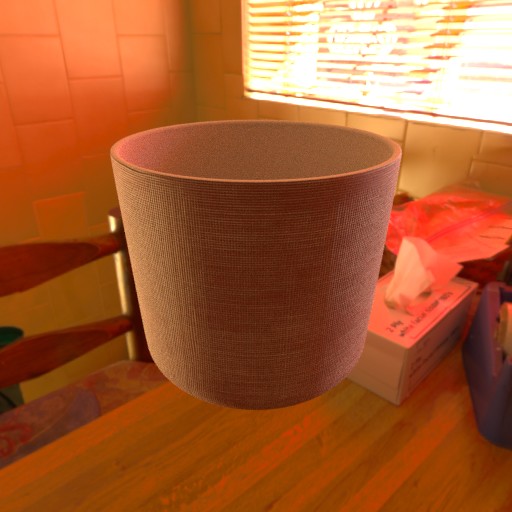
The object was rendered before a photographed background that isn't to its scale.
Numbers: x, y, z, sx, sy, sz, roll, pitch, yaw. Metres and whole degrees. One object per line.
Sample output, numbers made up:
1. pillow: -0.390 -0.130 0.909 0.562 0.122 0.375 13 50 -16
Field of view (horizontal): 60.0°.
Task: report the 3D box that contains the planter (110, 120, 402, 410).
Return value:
1. planter: 0.000 0.000 0.783 0.440 0.398 0.440 0 26 0
